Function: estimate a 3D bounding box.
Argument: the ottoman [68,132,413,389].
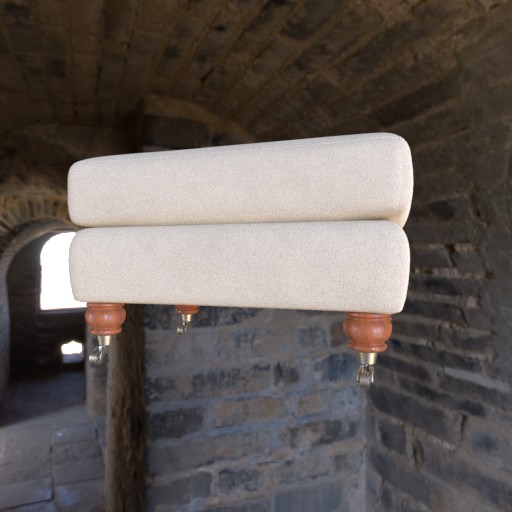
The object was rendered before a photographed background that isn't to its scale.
[{"bbox_3d":[0.000,0.000,1.163,0.773,0.504,0.569,0,0,18],"label":"ottoman"}]
